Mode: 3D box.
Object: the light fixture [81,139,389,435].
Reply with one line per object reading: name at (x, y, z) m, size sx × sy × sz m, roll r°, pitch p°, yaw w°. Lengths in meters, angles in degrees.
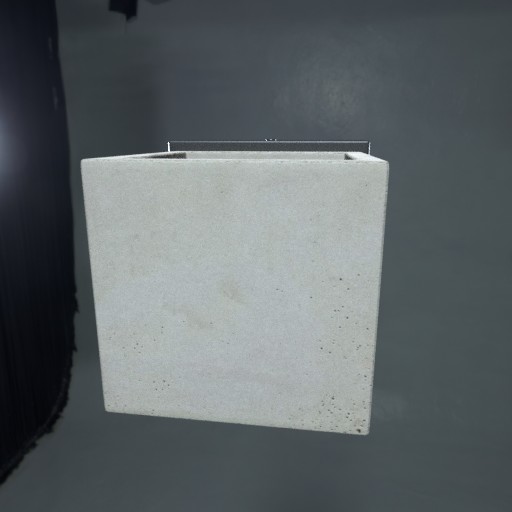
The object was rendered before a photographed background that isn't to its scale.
light fixture at (0.000, 0.000, 0.239) m, size 0.121 × 0.121 × 0.143 m, roll 2°, pitch 15°, yaw 8°
